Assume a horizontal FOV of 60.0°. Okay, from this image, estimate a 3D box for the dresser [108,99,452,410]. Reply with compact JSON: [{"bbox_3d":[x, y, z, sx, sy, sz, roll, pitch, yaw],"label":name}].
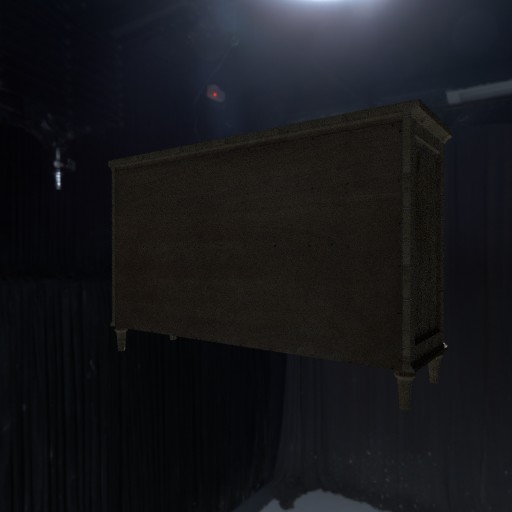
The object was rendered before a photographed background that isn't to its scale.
[{"bbox_3d":[0.000,0.000,2.086,1.626,1.016,0.457,0,0,36],"label":"dresser"}]
